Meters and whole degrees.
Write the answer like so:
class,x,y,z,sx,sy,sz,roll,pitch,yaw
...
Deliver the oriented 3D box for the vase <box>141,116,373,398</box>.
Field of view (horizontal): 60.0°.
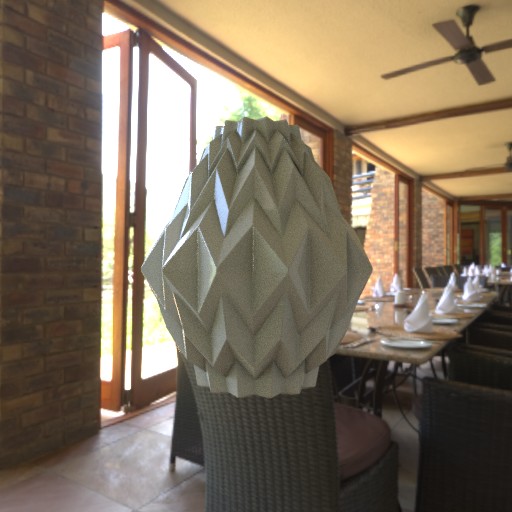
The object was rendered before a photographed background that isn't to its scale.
class,x,y,z,sx,sy,sz,roll,pitch,yaw
vase,0.000,0.000,0.325,0.164,0.185,0.164,0,-1,0
